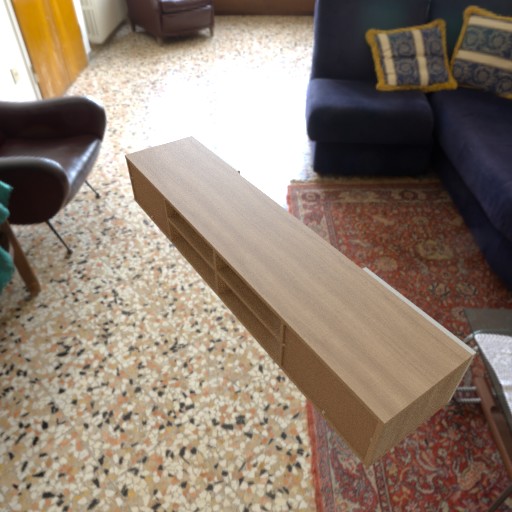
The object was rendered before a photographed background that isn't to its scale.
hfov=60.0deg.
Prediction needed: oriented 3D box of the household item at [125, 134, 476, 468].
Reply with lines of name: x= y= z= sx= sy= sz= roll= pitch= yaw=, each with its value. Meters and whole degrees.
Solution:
household item: x=0.000 y=0.000 z=1.991 sx=0.420 sy=0.310 sz=1.850 roll=-25 pitch=47 yaw=-25
